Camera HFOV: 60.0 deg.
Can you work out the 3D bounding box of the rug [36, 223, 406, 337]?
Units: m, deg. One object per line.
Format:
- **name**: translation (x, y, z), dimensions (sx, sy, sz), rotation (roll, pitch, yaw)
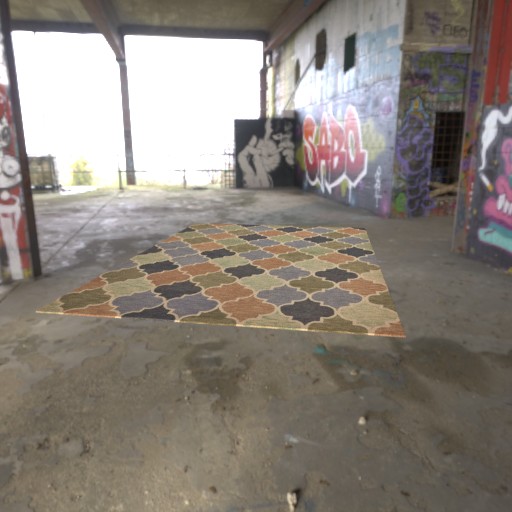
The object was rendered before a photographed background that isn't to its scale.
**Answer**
- **rug**: translation (0.000, 0.000, 2.290), dimensions (1.216, 0.006, 1.828), rotation (2, 14, 9)
